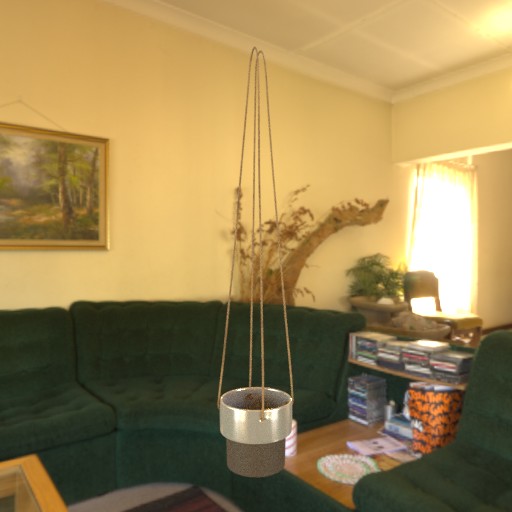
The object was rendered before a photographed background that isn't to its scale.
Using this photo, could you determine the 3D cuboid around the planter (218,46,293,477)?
[{"bbox_3d":[0.000,0.000,1.145,0.187,1.073,0.187,0,0,36],"label":"planter"}]
